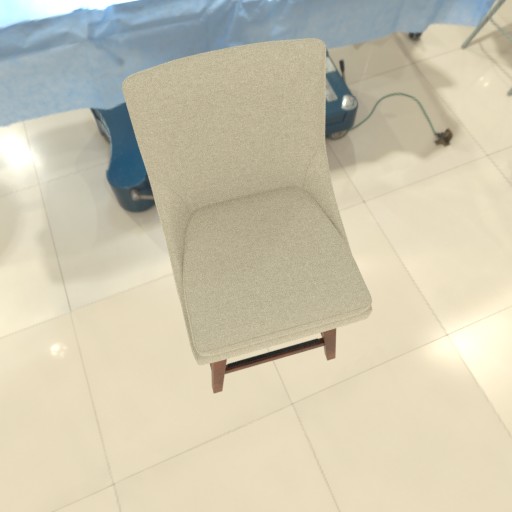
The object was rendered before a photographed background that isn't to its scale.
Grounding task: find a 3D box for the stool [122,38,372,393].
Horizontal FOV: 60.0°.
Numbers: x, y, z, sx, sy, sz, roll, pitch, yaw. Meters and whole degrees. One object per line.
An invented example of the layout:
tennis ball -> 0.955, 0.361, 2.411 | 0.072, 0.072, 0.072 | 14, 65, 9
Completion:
stool -> 0.000, 0.000, 1.285 | 0.469, 0.991, 0.559 | -14, 65, -7
